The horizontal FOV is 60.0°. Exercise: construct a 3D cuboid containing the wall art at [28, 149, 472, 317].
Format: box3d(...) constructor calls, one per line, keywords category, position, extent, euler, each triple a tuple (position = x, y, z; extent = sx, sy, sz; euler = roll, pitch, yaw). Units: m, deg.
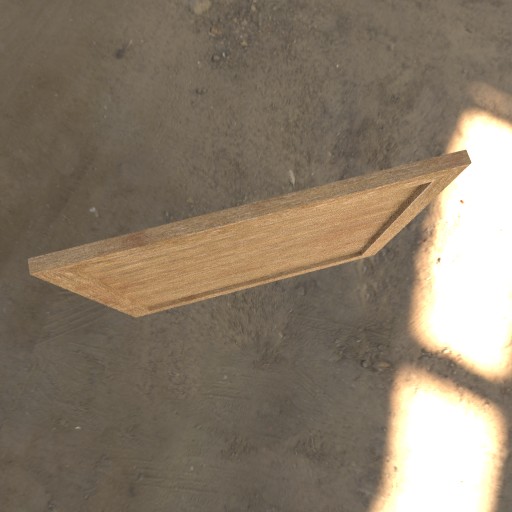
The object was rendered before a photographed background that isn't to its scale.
box3d(category="wall art", position=(0.000, 0.000, 0.957), extent=(0.690, 0.588, 0.026), euler=(-14, 76, -4))
